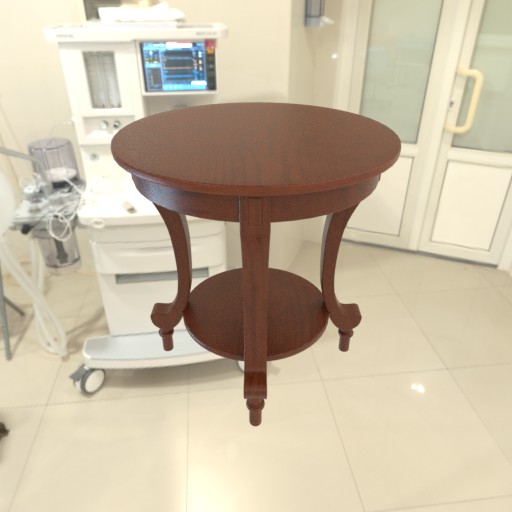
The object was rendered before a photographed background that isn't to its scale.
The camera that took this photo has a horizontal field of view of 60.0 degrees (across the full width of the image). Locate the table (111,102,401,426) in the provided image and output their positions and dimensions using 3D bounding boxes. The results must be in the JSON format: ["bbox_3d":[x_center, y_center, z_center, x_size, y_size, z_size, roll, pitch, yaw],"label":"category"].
[{"bbox_3d":[0.000,0.000,1.100,0.597,0.612,0.597,0,31,0],"label":"table"}]
